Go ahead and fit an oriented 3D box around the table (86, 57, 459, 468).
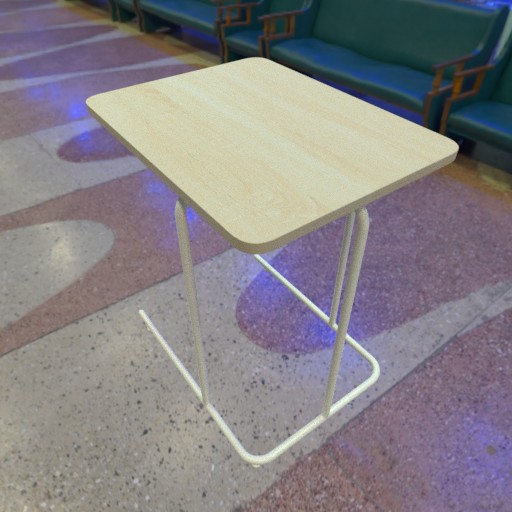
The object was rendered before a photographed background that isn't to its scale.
[{"bbox_3d":[0.000,0.000,0.854,0.370,0.550,0.480,-26,48,-26],"label":"table"}]
